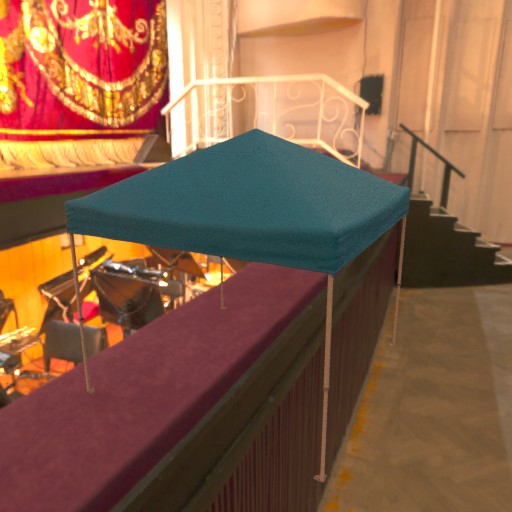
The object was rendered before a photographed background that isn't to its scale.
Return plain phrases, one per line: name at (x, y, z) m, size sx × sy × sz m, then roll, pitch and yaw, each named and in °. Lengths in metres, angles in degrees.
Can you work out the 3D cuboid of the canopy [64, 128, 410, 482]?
canopy at (0.000, 0.000, 5.414) m, size 2.996 × 2.997 × 2.998 m, roll 8°, pitch 18°, yaw 27°
